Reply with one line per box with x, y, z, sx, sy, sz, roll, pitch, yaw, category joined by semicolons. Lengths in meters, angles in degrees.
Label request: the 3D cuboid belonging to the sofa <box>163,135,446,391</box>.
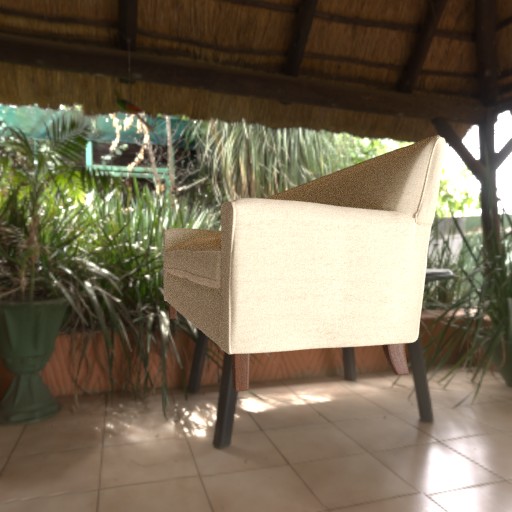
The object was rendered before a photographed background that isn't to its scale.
0.000;0.000;2.455;0.841;0.907;2.001;0;0;-18;sofa
